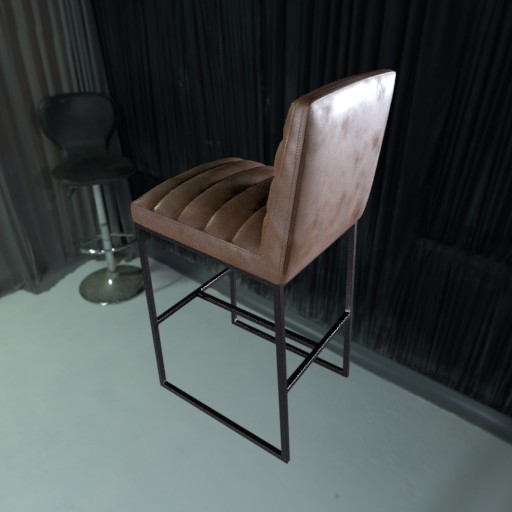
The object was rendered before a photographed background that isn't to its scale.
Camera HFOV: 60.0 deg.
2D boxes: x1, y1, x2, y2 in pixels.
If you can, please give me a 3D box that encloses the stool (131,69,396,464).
[{"bbox_3d":[0.000,0.000,1.344,0.562,1.065,0.463,20,37,29],"label":"stool"}]
